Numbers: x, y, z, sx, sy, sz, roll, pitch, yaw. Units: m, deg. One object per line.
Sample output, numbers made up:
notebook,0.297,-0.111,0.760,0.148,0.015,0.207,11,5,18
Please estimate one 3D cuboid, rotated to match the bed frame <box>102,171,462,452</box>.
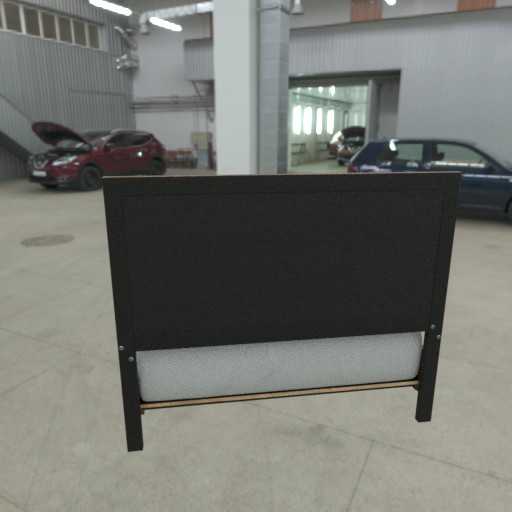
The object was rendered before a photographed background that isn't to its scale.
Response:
bed frame,0.000,0.000,3.317,1.696,1.417,2.276,-2,16,-8
